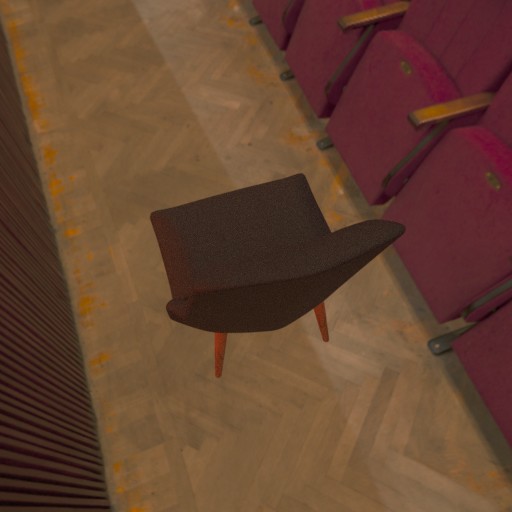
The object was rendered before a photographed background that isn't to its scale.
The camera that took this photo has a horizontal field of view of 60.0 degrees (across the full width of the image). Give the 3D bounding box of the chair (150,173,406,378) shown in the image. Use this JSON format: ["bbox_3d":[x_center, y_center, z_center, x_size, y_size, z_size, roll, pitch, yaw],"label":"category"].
[{"bbox_3d":[0.000,0.000,1.137,0.504,0.820,0.567,-16,61,-9],"label":"chair"}]
